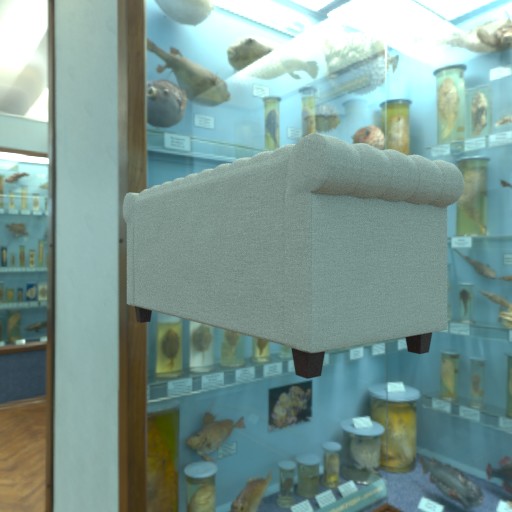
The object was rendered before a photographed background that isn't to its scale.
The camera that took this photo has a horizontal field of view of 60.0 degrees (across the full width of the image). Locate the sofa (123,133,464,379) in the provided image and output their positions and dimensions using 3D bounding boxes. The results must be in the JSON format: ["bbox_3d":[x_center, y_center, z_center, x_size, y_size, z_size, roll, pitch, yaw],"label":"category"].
[{"bbox_3d":[0.000,0.000,2.257,0.783,0.797,1.798,0,0,-36],"label":"sofa"}]
